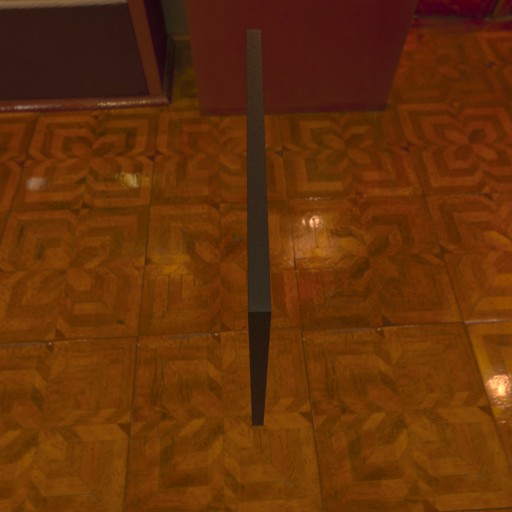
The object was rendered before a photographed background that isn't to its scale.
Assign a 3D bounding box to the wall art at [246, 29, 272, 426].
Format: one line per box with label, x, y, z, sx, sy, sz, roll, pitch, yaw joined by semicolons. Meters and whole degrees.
wall art;0.000;0.000;0.723;0.021;0.509;0.430;-1;58;0
